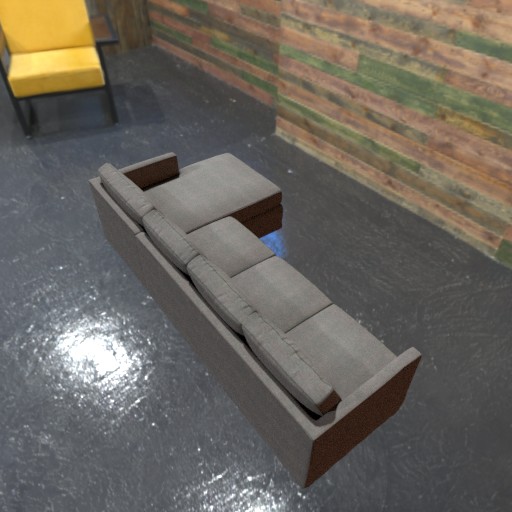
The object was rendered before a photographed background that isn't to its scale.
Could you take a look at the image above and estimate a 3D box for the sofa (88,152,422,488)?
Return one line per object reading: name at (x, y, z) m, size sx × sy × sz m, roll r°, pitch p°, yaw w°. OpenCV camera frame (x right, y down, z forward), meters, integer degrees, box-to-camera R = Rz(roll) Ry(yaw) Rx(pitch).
sofa at (0.000, 0.000, 3.837) m, size 1.650 × 0.922 × 3.205 m, roll -27°, pitch 49°, yaw -26°
